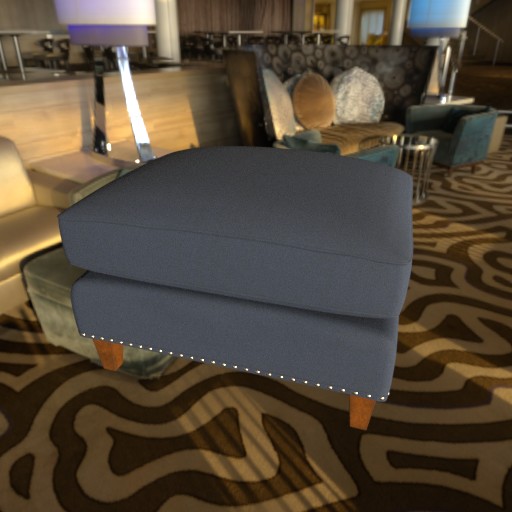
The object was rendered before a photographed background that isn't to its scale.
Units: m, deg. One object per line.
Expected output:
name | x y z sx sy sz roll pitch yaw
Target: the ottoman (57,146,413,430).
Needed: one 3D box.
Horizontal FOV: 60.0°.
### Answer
ottoman | 0.000 0.000 1.169 0.741 0.513 0.584 8 28 16
